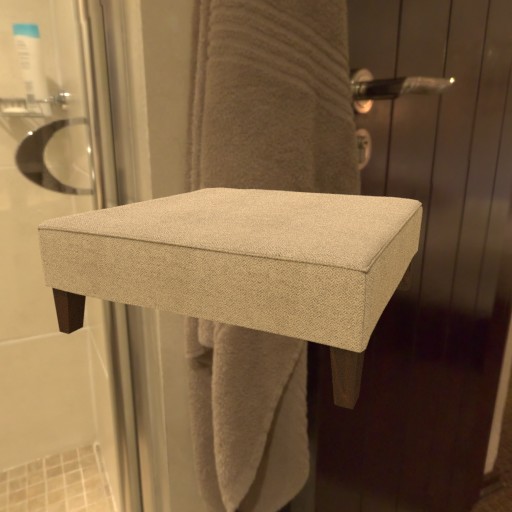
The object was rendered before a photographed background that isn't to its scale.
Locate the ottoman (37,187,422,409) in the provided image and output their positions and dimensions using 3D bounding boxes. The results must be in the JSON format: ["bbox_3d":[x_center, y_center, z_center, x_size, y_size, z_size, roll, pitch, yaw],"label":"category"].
[{"bbox_3d":[0.000,0.000,1.546,0.982,0.381,0.973,7,17,25],"label":"ottoman"}]
